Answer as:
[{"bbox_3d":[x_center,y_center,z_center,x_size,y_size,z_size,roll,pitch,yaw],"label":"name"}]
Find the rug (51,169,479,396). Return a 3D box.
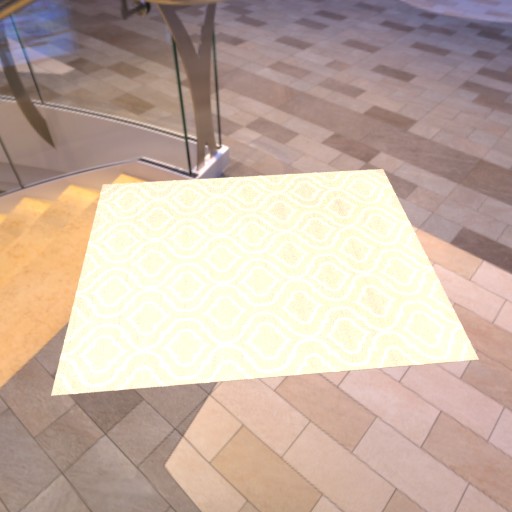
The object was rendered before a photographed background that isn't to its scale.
[{"bbox_3d":[0.000,0.000,3.772,2.892,0.006,2.283,-4,46,-4],"label":"rug"}]
